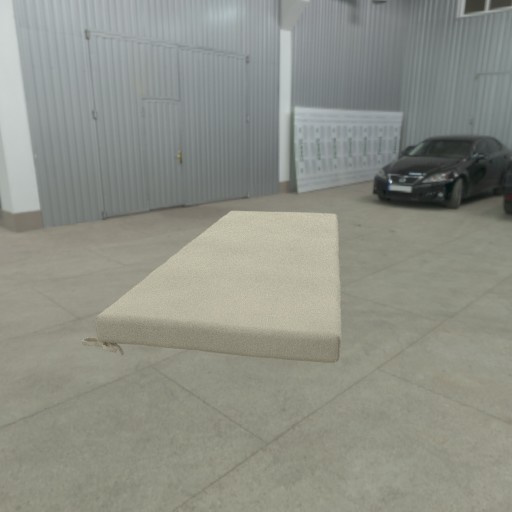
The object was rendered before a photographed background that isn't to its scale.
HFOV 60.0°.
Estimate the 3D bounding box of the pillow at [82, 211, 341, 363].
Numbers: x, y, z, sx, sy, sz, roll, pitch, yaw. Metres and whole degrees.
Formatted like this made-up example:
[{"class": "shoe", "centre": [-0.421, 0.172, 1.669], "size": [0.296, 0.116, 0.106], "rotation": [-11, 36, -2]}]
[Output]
[{"class": "pillow", "centre": [0.000, 0.000, 1.335], "size": [0.492, 0.081, 1.187], "rotation": [3, 16, 9]}]
